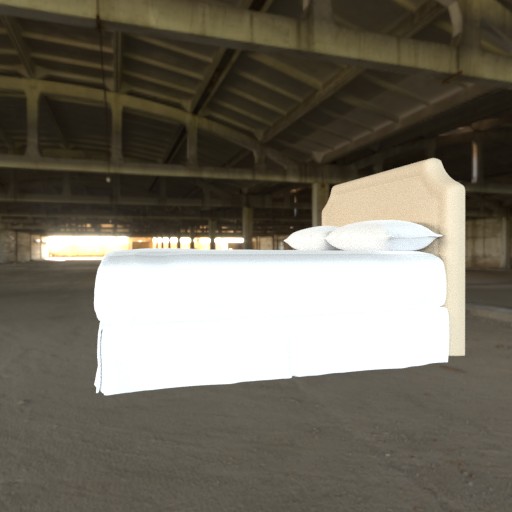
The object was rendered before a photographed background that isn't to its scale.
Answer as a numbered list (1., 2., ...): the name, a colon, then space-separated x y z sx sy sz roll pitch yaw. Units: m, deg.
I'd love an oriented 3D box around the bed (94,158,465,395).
1. bed: 0.000 0.000 3.785 2.548 1.524 2.134 0 1 -18
